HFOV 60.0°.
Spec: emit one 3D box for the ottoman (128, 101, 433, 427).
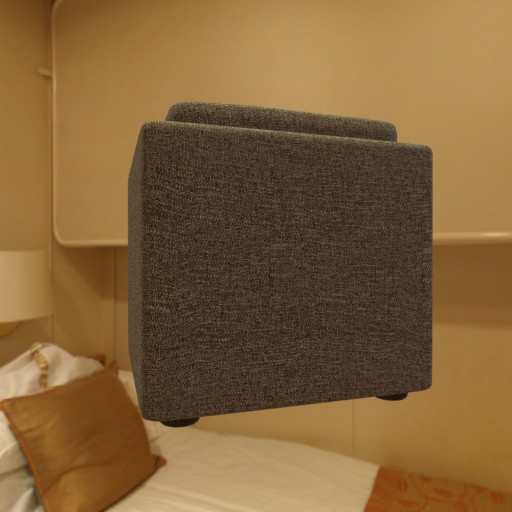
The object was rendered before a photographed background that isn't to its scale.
[{"bbox_3d":[0.000,0.000,0.835,0.450,0.460,0.450,0,0,-18],"label":"ottoman"}]
